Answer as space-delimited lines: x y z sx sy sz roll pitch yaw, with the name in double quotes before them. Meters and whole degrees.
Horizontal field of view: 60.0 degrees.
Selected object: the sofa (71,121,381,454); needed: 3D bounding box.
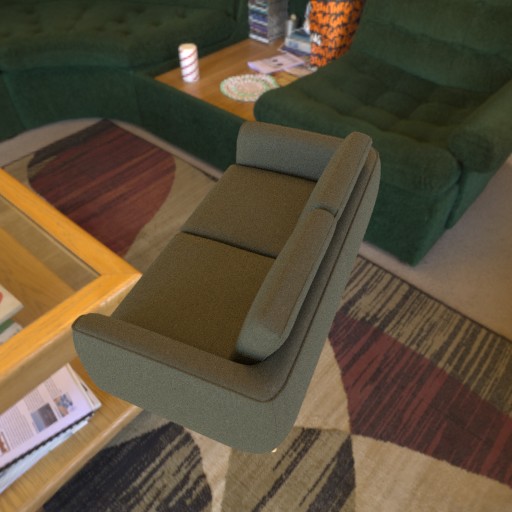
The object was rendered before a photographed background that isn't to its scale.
"sofa" 0.000 0.000 2.219 0.920 0.850 1.700 17 49 16
